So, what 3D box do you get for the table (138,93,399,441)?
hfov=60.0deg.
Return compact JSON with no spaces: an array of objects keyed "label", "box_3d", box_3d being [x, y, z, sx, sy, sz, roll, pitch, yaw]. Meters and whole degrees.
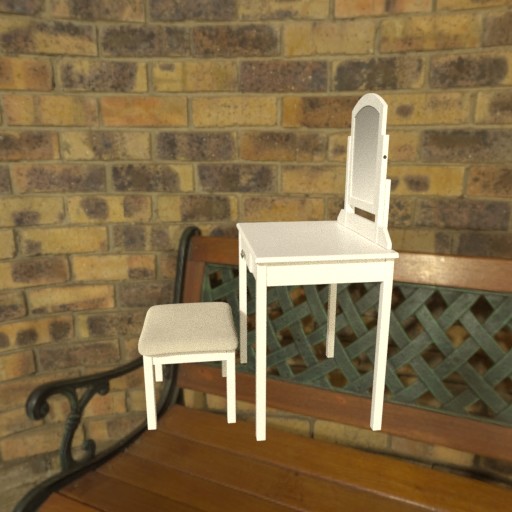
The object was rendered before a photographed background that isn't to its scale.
[{"label":"table","box_3d":[0.000,0.000,2.338,1.211,1.631,0.876,-2,14,-8]}]
